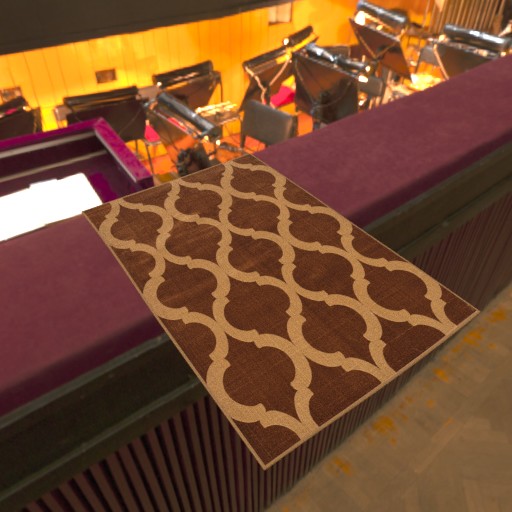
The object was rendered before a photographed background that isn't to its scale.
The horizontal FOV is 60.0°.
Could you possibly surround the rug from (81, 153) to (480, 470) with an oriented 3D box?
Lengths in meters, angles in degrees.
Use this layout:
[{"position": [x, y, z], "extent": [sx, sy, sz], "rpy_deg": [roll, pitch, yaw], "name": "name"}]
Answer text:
[{"position": [0.000, 0.000, 2.878], "extent": [1.526, 0.014, 2.290], "rpy_deg": [-25, 47, -26], "name": "rug"}]
